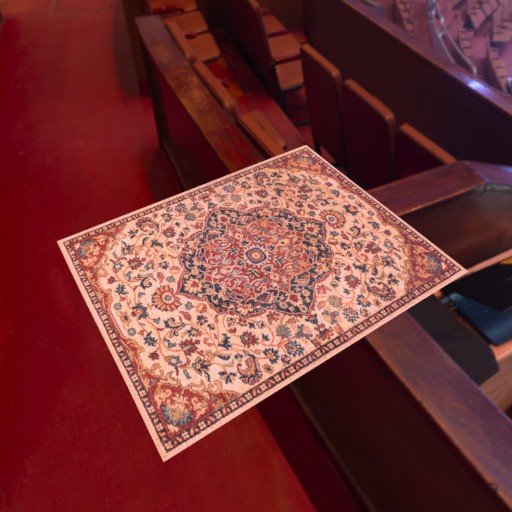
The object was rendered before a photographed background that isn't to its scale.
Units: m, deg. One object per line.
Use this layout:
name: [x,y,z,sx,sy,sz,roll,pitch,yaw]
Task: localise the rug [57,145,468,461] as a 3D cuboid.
rug: [0.000,0.000,4.211,3.067,0.005,2.454,-26,52,-22]
